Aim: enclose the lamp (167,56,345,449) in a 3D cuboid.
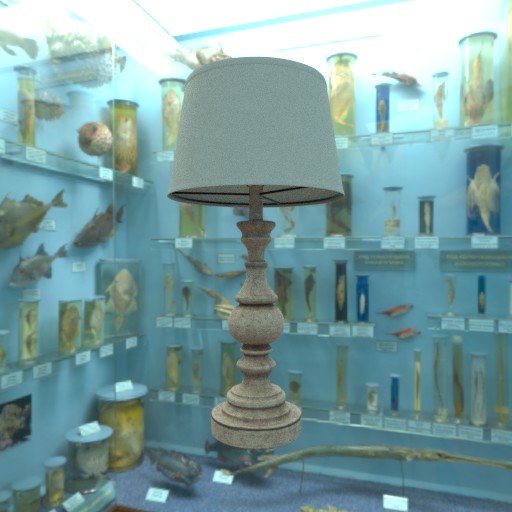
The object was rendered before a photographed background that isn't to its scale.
[{"bbox_3d":[0.000,0.000,0.864,0.340,0.678,0.340,0,0,0],"label":"lamp"}]
